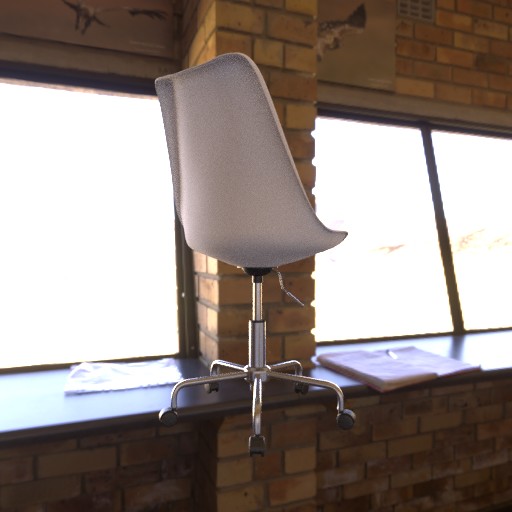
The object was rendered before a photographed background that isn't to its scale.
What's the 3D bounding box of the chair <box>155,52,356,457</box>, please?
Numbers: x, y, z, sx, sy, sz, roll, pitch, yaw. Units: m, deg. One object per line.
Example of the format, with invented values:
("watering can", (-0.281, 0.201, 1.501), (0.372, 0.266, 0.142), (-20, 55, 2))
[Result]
("chair", (0.000, 0.000, 1.283), (0.550, 0.930, 0.550), (1, 1, 38))
